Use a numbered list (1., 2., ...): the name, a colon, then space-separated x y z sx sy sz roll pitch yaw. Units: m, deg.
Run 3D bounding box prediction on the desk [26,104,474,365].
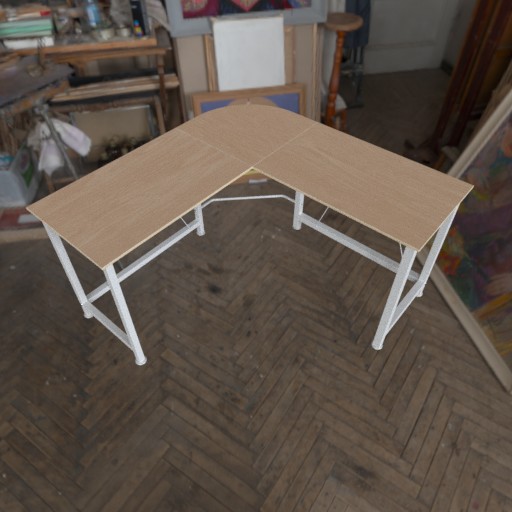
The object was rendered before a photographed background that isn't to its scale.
1. desk: 0.000 0.000 2.229 1.400 0.762 1.400 32 54 27
